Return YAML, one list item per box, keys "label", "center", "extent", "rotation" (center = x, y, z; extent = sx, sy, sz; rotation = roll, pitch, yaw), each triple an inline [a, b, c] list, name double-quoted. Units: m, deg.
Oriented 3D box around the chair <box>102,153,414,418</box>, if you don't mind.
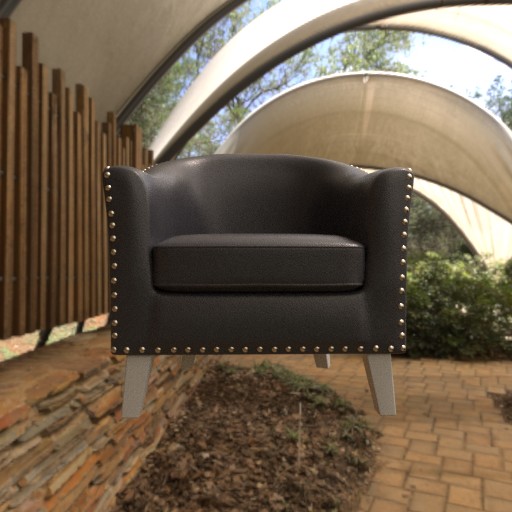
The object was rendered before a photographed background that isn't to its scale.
- label: "chair"
  center: [0.000, 0.000, 1.448]
  extent: [0.794, 0.823, 0.748]
  rotation: [0, -1, -2]
